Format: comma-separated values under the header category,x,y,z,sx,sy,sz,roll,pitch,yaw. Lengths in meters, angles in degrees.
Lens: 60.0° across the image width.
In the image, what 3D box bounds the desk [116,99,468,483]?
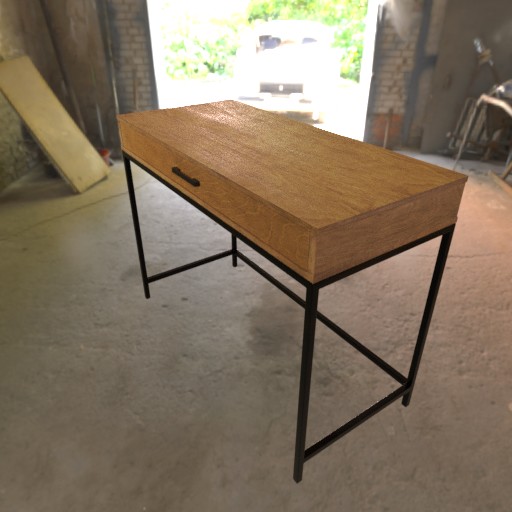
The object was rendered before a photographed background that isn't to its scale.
category,x,y,z,sx,sy,sz,roll,pitch,yaw
desk,0.000,0.000,1.444,0.470,0.762,1.016,-20,36,-29
